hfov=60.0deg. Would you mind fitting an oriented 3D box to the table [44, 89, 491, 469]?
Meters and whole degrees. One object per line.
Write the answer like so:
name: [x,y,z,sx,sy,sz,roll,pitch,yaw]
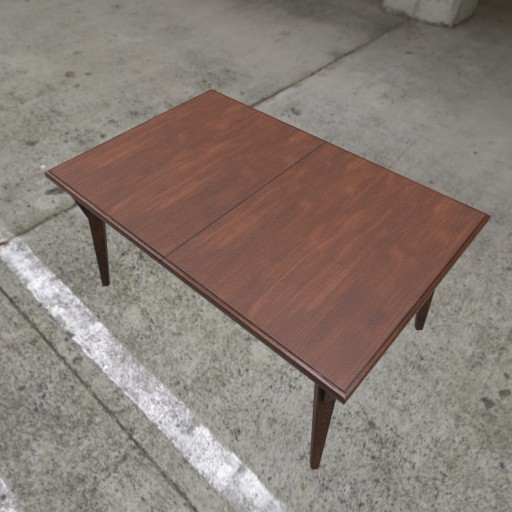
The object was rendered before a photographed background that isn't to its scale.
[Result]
table: [0.000,0.000,2.059,1.524,0.761,0.990,33,55,27]
